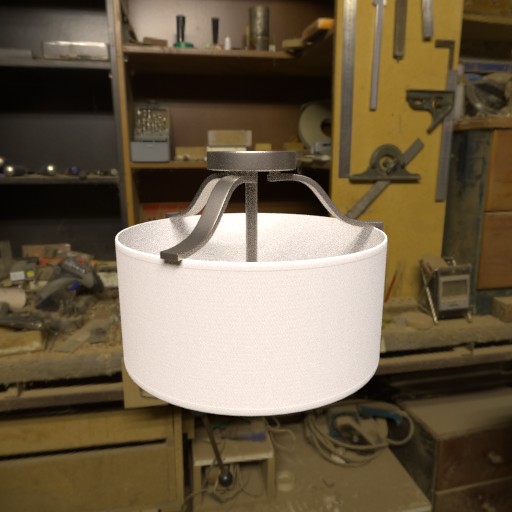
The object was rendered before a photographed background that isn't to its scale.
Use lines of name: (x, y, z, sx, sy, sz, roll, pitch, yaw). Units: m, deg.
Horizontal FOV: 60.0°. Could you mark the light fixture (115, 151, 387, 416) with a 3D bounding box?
light fixture: (0.000, 0.000, 0.659, 0.395, 0.304, 0.395, 0, 13, 0)
